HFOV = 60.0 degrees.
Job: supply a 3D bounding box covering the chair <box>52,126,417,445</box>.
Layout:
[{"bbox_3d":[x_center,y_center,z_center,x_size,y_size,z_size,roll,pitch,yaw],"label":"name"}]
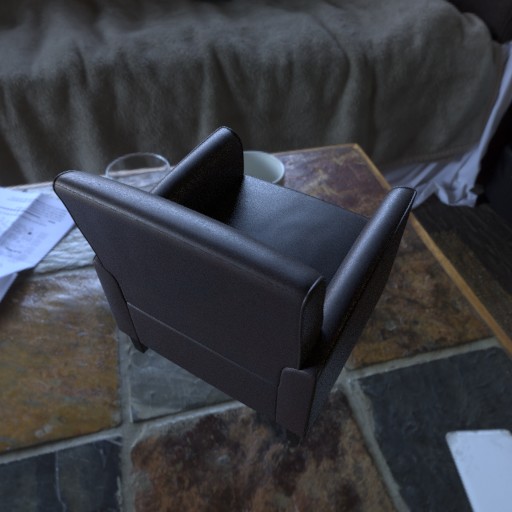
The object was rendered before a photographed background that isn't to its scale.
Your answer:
[{"bbox_3d":[0.000,0.000,1.550,0.820,0.916,0.819,24,51,21],"label":"chair"}]
